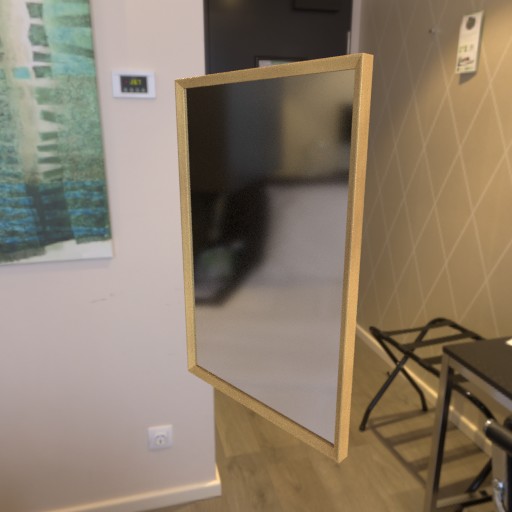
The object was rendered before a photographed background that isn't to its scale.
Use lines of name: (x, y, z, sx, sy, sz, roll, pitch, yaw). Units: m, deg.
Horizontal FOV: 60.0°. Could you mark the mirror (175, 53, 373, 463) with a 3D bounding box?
mirror: (0.000, 0.000, 1.171, 0.041, 0.915, 0.609, -15, 21, -43)
